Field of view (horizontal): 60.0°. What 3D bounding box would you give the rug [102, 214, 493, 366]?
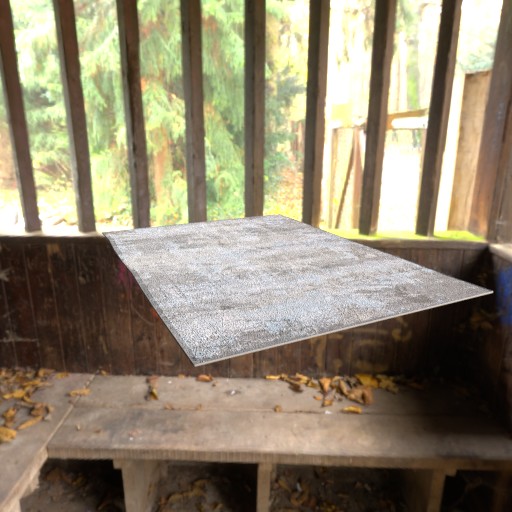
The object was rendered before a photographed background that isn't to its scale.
[{"bbox_3d":[0.000,0.000,4.268,2.393,0.013,3.307,-8,19,-25],"label":"rug"}]
